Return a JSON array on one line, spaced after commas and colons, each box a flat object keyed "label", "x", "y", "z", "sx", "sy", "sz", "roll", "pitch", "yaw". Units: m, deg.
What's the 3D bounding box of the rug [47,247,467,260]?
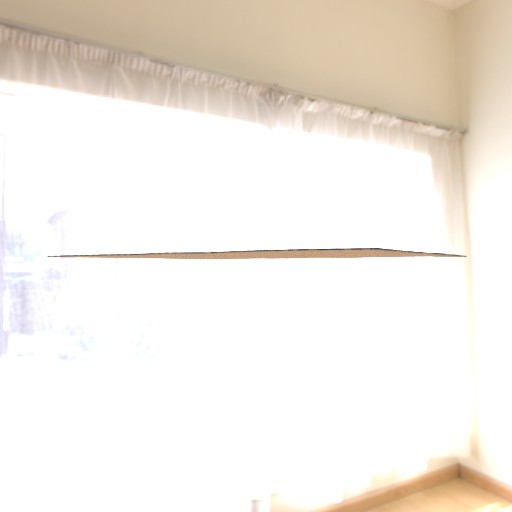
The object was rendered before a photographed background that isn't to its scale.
[{"label": "rug", "x": 0.000, "y": 0.000, "z": 2.741, "sx": 2.135, "sy": 0.013, "sz": 1.524, "roll": -1, "pitch": -2, "yaw": 36}]
